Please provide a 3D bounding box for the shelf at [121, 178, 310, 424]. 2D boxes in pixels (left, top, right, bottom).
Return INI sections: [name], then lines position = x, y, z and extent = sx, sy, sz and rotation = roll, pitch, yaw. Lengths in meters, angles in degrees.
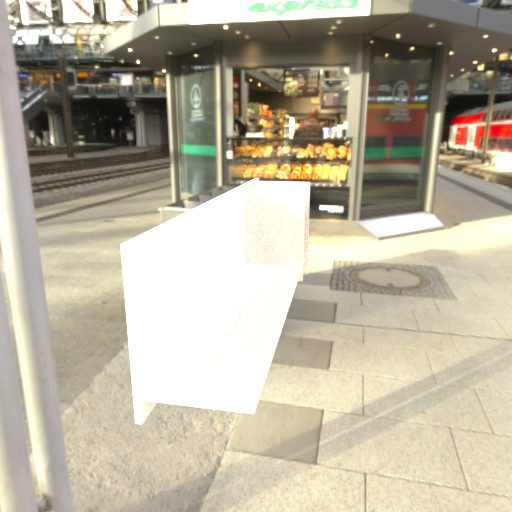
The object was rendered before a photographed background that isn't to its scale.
[shelf]
position = 0.000, 0.000, 1.143
extent = 0.200, 0.300, 1.020
rotation = 3, 16, 11
